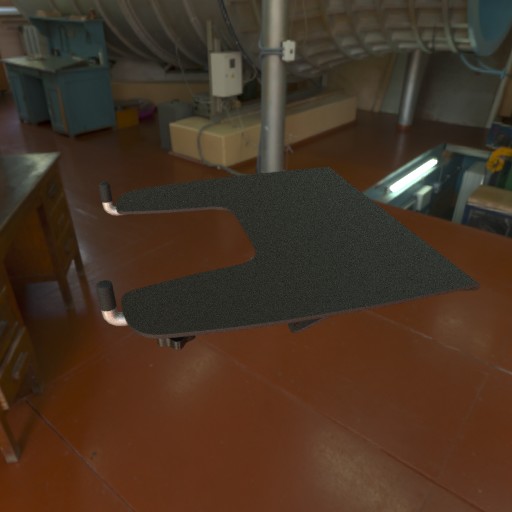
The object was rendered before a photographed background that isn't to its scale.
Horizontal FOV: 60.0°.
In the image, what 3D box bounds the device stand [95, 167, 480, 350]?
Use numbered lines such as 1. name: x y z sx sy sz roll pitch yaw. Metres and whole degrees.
1. device stand: 0.000 0.000 0.359 0.230 0.092 0.230 -9 32 -14
